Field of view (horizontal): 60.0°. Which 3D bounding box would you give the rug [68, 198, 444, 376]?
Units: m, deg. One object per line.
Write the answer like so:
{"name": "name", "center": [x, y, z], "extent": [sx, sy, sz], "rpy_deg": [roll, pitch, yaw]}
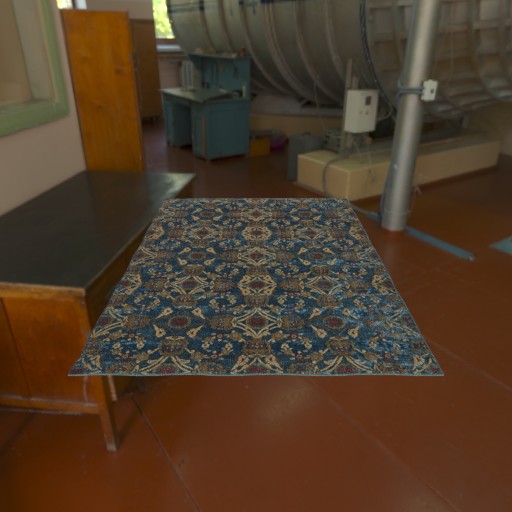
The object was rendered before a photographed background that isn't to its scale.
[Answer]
{"name": "rug", "center": [0.000, 0.000, 4.217], "extent": [2.337, 0.013, 3.291], "rpy_deg": [0, 27, 0]}
